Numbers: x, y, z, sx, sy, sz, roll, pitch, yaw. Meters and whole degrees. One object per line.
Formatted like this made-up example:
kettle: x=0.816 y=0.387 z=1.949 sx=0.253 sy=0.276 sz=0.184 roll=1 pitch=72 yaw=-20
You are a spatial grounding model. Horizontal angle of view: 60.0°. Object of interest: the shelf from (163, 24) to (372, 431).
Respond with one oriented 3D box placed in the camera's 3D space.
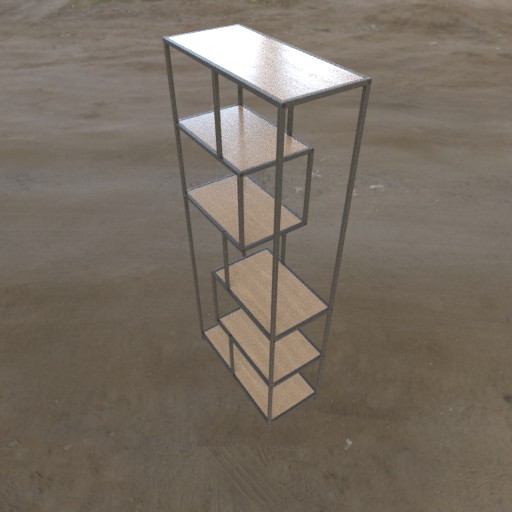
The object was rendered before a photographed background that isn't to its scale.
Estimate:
shelf: x=0.000 y=0.000 z=2.148 sx=0.350 sy=1.850 sz=0.770 roll=-24 pitch=47 yaw=-25
